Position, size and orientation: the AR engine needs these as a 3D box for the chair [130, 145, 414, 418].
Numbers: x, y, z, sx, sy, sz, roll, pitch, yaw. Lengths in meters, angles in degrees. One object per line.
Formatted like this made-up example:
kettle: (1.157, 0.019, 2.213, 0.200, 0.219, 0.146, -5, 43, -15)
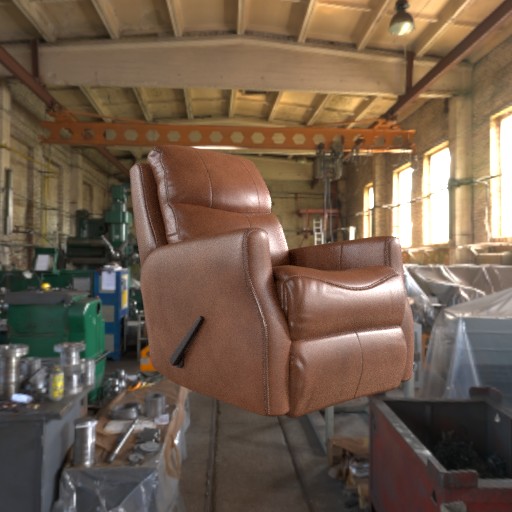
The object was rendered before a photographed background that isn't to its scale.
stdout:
chair: (0.000, 0.000, 1.806, 0.821, 1.016, 1.072, 1, -1, -38)
